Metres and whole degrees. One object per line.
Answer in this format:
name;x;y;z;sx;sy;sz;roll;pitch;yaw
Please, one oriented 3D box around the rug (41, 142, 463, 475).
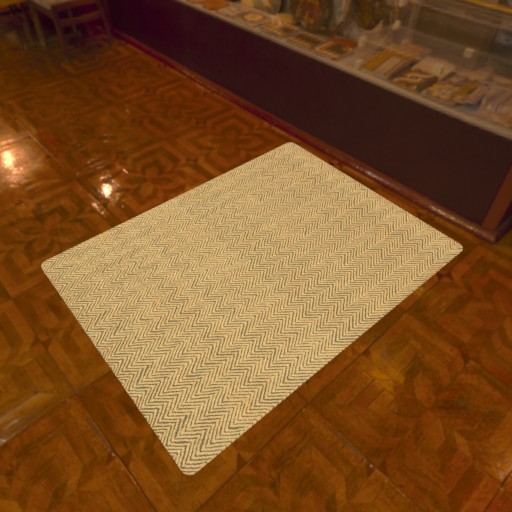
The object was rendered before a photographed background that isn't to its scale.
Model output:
rug;0.000;0.000;4.178;3.207;0.014;2.439;-32;54;-26
